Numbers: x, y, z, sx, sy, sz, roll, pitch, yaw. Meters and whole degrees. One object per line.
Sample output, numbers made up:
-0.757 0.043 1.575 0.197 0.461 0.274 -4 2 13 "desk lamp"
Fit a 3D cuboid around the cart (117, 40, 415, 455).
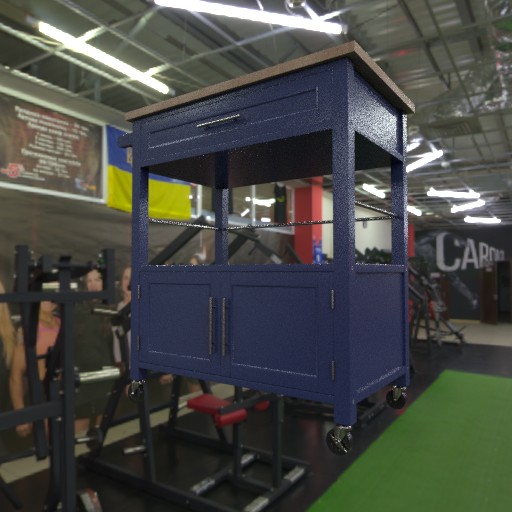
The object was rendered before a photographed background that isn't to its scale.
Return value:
0.000 0.000 1.366 0.840 0.901 0.459 -1 -2 35 "cart"
